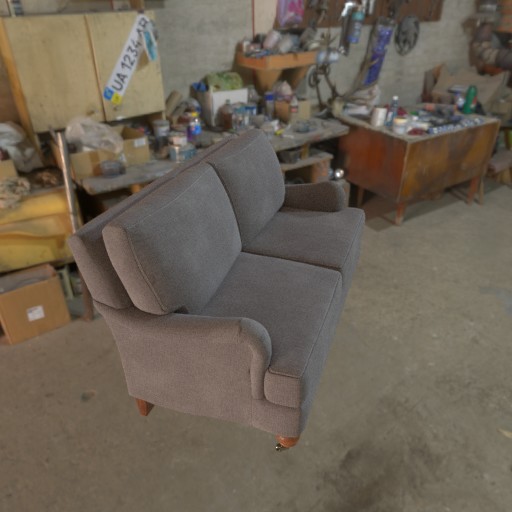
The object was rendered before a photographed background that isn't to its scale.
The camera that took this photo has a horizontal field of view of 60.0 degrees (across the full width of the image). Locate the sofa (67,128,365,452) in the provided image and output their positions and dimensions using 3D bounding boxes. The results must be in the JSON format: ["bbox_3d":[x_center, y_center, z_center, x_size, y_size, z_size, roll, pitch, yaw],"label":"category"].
[{"bbox_3d":[0.000,0.000,2.646,1.084,1.101,1.853,10,31,17],"label":"sofa"}]
